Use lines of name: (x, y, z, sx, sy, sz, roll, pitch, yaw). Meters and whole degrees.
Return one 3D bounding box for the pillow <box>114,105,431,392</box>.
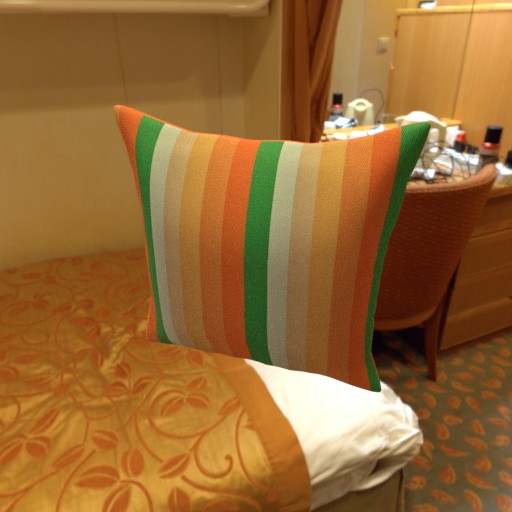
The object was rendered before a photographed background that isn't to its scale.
pillow: (0.000, 0.000, 0.709, 0.453, 0.444, 0.169, 9, 29, 16)
